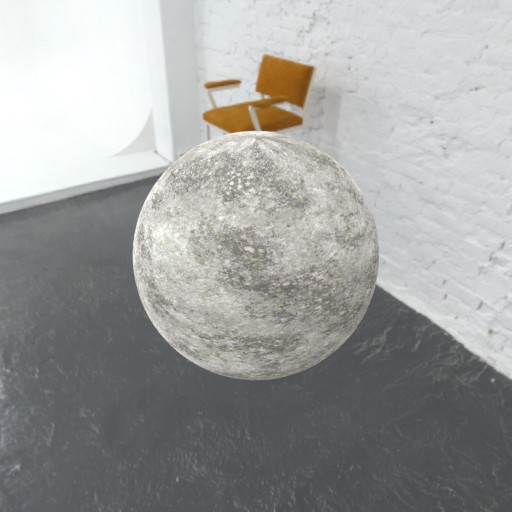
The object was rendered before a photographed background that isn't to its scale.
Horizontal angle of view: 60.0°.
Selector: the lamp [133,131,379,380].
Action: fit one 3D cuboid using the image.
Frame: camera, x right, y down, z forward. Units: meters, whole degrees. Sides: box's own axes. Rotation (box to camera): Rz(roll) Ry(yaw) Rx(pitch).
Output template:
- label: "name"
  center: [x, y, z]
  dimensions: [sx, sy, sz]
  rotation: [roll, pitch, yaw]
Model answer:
- label: "lamp"
  center: [0.000, 0.000, 0.787]
  dimensions: [0.422, 0.429, 0.422]
  rotation: [0, 32, 0]
